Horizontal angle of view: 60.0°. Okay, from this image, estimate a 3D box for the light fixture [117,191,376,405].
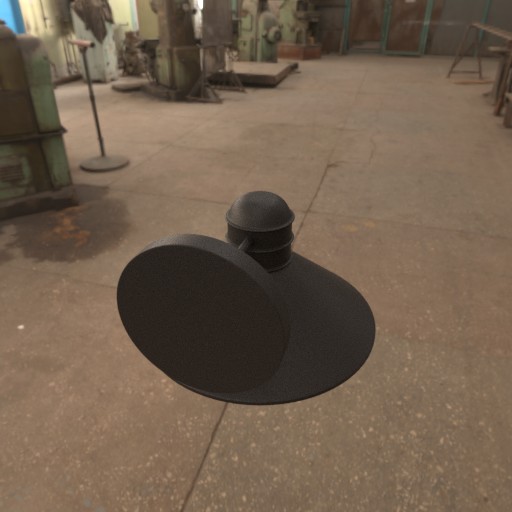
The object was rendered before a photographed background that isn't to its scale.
[{"bbox_3d":[0.000,0.000,0.696,0.396,0.265,0.434,9,32,16],"label":"light fixture"}]
